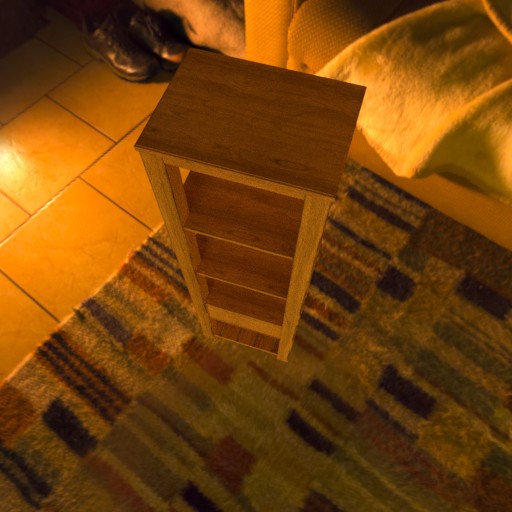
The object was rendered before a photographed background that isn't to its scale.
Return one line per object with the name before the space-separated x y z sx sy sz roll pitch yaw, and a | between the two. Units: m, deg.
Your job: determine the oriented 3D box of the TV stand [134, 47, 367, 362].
TV stand | 0.000 0.000 2.081 0.565 1.828 0.435 16 64 8
